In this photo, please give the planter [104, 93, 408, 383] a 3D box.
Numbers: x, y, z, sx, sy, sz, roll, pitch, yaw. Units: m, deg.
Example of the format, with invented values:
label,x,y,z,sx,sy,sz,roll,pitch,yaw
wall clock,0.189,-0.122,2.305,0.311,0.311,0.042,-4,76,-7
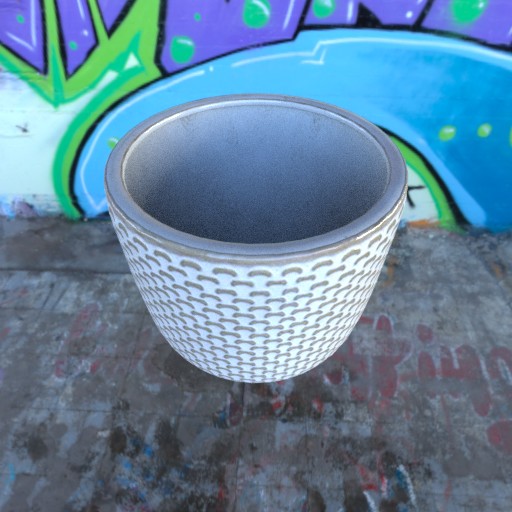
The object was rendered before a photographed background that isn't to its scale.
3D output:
label,x,y,z,sx,sy,sz,roll,pitch,yaw
planter,0.000,0.000,0.308,0.173,0.160,0.173,0,44,0
